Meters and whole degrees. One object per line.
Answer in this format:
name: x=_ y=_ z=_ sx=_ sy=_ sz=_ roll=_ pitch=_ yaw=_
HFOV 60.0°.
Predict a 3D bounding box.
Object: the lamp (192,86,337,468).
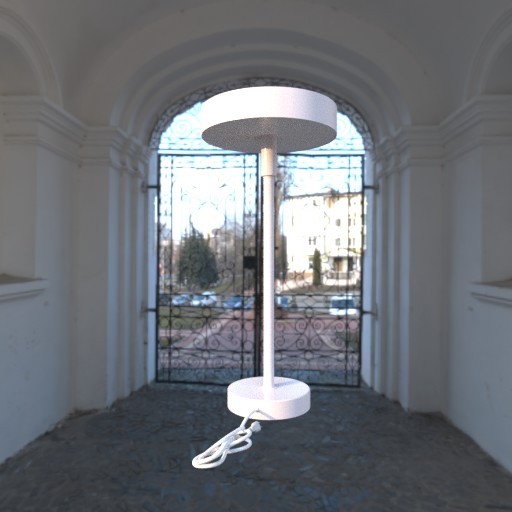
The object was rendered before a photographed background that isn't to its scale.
lamp: x=0.000 y=0.000 z=0.688 sx=0.229 sy=0.508 sz=0.369 roll=0 pitch=0 yaw=18
